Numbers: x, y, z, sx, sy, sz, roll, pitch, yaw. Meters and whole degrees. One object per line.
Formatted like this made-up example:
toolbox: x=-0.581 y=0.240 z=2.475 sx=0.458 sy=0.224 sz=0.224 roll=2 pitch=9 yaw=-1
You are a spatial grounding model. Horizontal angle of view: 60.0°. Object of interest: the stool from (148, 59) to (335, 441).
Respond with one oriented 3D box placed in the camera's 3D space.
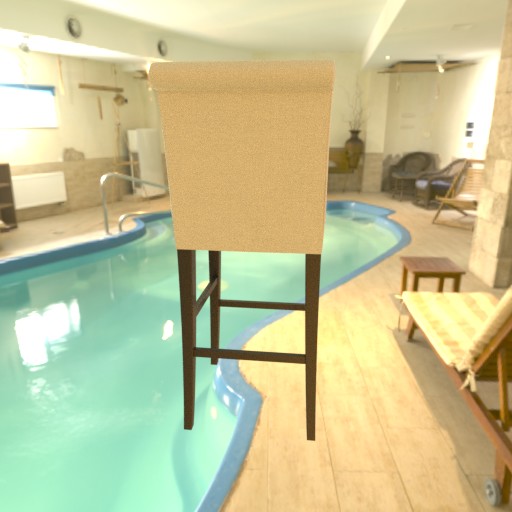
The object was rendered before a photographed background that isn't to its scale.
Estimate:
stool: x=0.000 y=0.000 z=1.461 sx=0.452 sy=1.124 sz=0.597 roll=2 pitch=17 yaw=7
